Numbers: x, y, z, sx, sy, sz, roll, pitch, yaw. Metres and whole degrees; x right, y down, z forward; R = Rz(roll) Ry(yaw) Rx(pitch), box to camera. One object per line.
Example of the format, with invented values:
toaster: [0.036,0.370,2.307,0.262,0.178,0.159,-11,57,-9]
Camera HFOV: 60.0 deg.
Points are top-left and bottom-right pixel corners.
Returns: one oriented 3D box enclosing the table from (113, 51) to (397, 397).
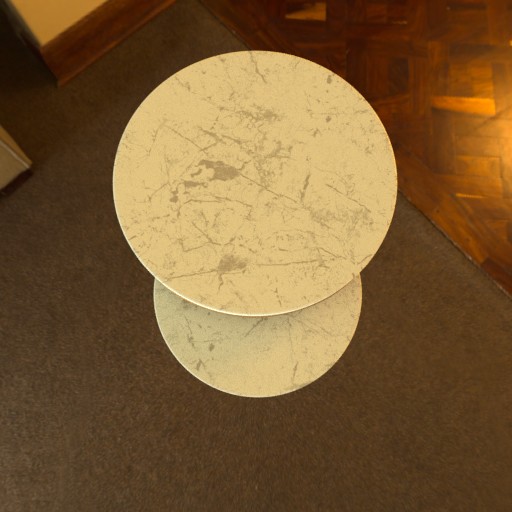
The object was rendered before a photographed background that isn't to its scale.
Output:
table: [0.000,0.000,0.879,0.400,0.550,0.507,-1,76,0]
